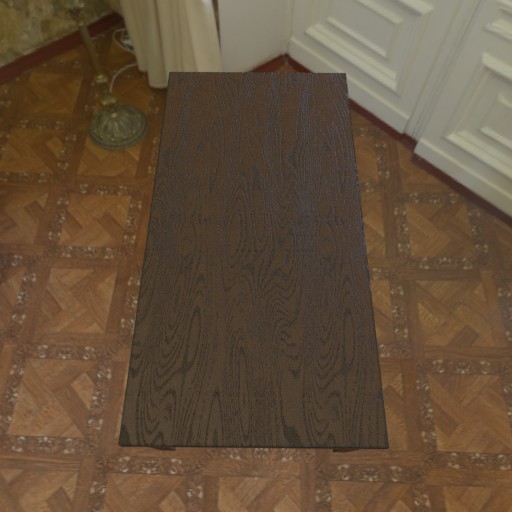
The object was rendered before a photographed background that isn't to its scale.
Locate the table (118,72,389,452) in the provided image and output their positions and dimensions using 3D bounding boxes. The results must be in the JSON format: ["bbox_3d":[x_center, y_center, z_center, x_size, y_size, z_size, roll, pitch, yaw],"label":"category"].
[{"bbox_3d":[0.000,0.000,2.440,1.016,0.762,1.981,0,63,0],"label":"table"}]
